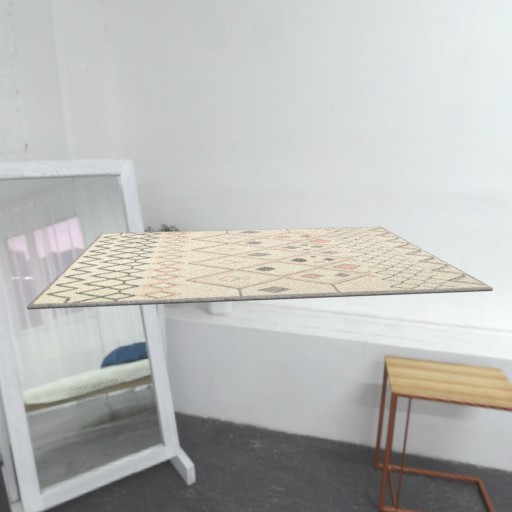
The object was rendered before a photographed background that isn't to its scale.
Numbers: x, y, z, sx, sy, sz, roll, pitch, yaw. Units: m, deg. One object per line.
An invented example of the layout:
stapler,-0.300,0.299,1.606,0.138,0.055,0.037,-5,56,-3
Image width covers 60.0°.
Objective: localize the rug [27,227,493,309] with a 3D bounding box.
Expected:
rug,0.000,0.000,2.305,1.829,0.016,1.219,-2,16,-6
